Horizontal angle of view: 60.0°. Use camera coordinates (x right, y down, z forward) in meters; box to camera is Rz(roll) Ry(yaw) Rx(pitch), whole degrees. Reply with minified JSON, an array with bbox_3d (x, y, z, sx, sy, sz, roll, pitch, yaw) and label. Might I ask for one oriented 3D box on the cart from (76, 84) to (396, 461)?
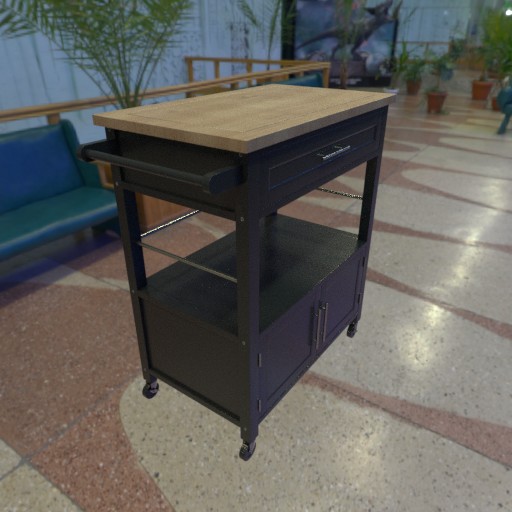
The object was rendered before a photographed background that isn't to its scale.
[{"bbox_3d":[0.000,0.000,1.380,0.459,0.901,0.840,18,33,31],"label":"cart"}]
